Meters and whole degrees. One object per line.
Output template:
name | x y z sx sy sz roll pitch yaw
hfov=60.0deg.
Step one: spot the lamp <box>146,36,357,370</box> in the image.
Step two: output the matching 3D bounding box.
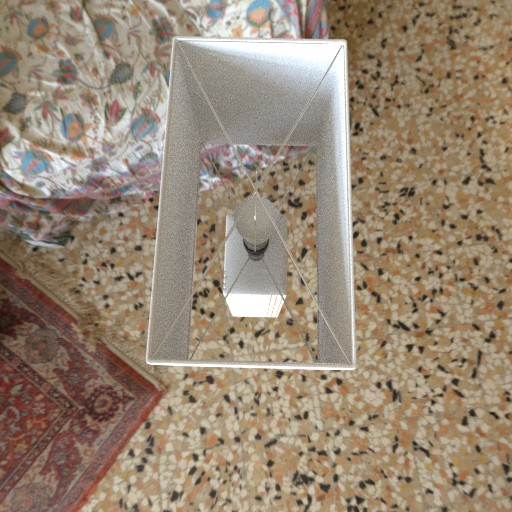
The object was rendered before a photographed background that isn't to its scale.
lamp | 0.000 0.000 0.684 0.182 0.543 0.334 1 76 0
